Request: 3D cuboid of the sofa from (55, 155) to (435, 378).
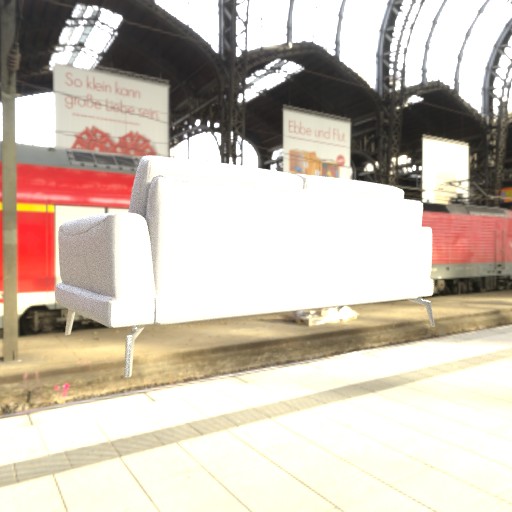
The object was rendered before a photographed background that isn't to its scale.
[{"bbox_3d":[0.000,0.000,2.742,2.177,0.930,1.121,-1,1,-35],"label":"sofa"}]
